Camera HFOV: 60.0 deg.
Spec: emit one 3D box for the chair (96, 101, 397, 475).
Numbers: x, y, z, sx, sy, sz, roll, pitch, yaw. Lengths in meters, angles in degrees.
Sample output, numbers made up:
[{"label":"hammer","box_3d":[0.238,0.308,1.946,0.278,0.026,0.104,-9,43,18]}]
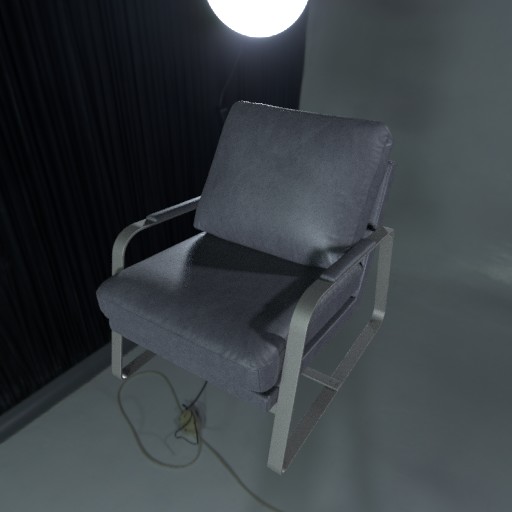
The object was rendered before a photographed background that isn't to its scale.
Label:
[{"label":"chair","box_3d":[0.000,0.000,1.477,0.692,0.839,0.878,19,35,28]}]
